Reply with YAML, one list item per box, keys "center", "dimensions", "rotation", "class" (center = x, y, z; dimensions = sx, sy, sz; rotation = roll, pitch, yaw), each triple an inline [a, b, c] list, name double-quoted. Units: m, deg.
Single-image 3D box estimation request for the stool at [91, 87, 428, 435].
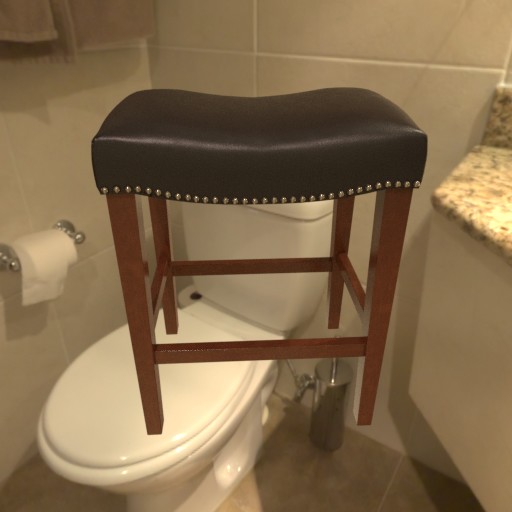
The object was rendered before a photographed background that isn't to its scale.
- center: [0.000, 0.000, 0.943]
  dimensions: [0.504, 0.654, 0.372]
  rotation: [-2, 30, -3]
  class: "stool"
